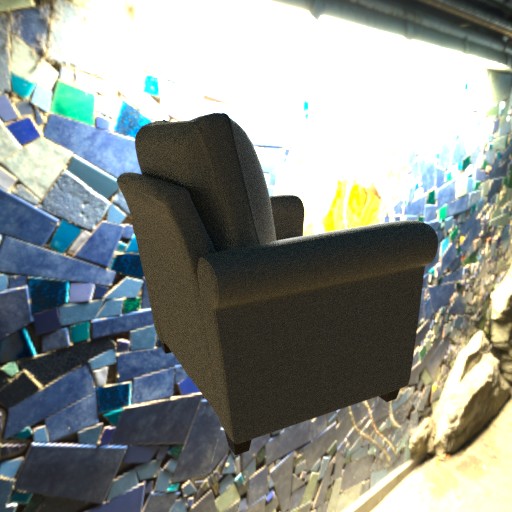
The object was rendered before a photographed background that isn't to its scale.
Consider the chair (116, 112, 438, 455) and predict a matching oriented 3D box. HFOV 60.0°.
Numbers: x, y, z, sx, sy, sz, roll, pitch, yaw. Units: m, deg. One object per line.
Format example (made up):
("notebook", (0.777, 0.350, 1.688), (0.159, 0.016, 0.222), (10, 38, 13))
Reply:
("chair", (0.000, 0.000, 2.264), (1.180, 1.349, 1.275), (-8, 17, -26))
